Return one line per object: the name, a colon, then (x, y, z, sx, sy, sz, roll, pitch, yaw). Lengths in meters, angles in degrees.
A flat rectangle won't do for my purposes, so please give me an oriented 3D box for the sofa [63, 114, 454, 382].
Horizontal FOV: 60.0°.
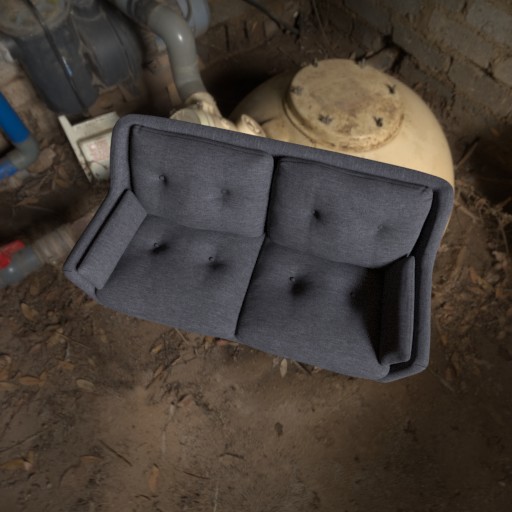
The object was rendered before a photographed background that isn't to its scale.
sofa: (0.000, 0.000, 2.504, 1.929, 0.896, 0.975, 14, 61, 8)
